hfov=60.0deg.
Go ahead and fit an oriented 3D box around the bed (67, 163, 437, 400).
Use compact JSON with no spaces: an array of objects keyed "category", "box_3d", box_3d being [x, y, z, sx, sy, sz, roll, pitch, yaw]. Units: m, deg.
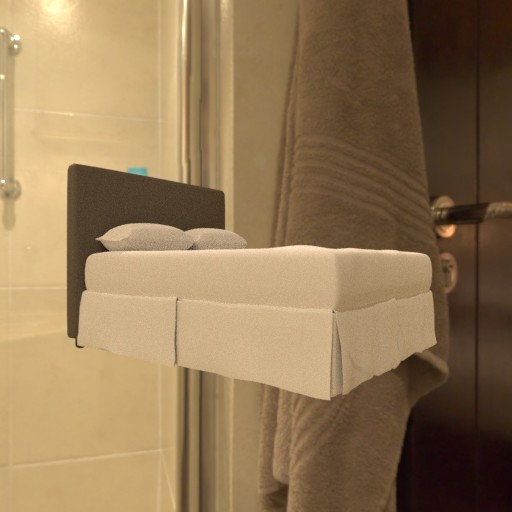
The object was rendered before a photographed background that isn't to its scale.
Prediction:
[{"category":"bed","box_3d":[0.000,0.000,3.220,2.142,1.330,1.723,0,0,36]}]
